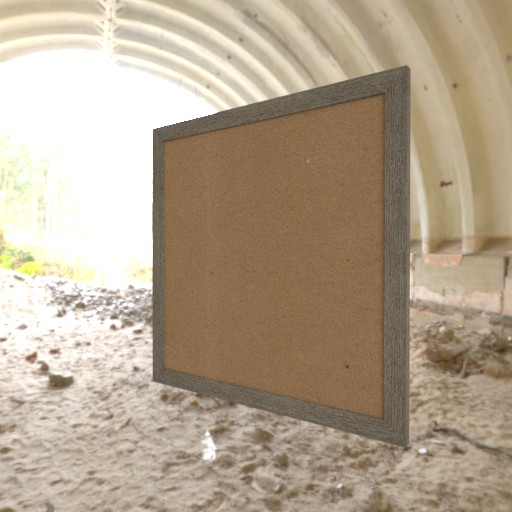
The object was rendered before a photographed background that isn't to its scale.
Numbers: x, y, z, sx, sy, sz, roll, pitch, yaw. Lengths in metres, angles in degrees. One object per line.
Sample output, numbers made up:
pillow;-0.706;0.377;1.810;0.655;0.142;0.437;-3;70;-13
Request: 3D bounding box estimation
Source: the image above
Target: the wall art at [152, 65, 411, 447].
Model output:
wall art;0.000;0.000;1.005;0.685;0.685;0.020;0;1;37
